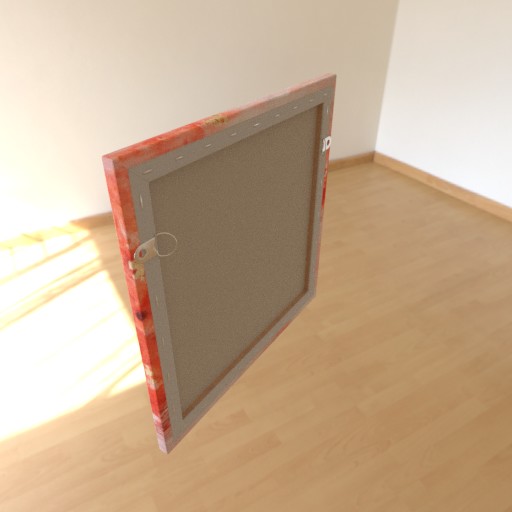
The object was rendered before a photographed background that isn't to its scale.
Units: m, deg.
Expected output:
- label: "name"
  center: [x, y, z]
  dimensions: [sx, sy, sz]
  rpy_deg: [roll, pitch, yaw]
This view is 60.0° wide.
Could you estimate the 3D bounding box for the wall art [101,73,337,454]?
- label: "wall art"
  center: [0.000, 0.000, 1.315]
  dimensions: [0.066, 0.878, 0.878]
  rpy_deg: [21, 39, 29]
